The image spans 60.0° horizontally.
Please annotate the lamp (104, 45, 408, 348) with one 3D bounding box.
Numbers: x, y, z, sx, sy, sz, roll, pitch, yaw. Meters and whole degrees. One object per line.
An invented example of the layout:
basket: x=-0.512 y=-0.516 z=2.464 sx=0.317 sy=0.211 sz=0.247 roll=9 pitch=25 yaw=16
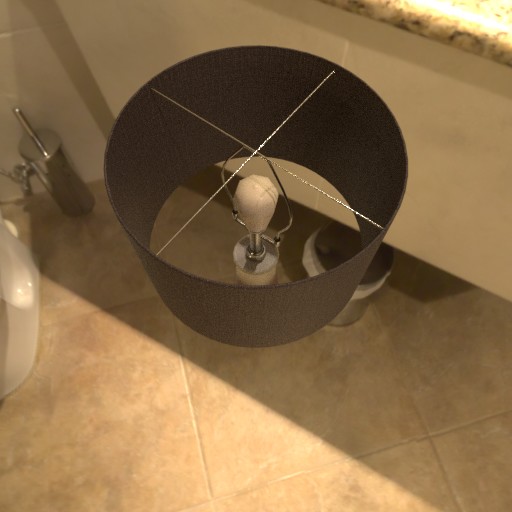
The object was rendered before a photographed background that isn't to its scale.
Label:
lamp: x=0.000 y=0.000 z=0.663 sx=0.303 sy=0.488 sz=0.303 roll=0 pitch=64 yaw=0
